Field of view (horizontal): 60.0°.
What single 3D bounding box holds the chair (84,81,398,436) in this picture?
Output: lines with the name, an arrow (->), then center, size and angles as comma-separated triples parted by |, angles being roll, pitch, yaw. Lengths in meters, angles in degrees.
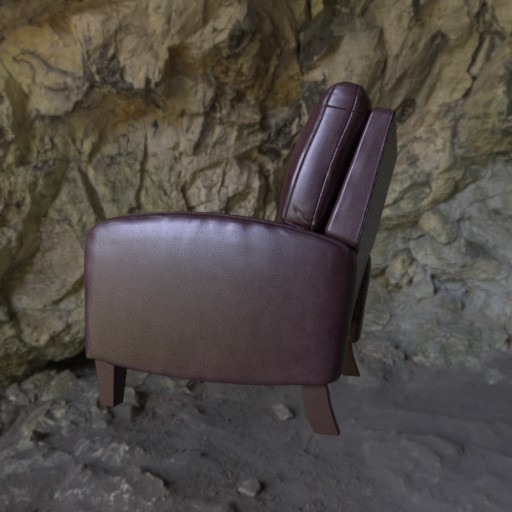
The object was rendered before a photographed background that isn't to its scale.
chair -> 0.000, 0.000, 1.636 | 0.990, 0.990, 0.762 | 0, 0, 18
